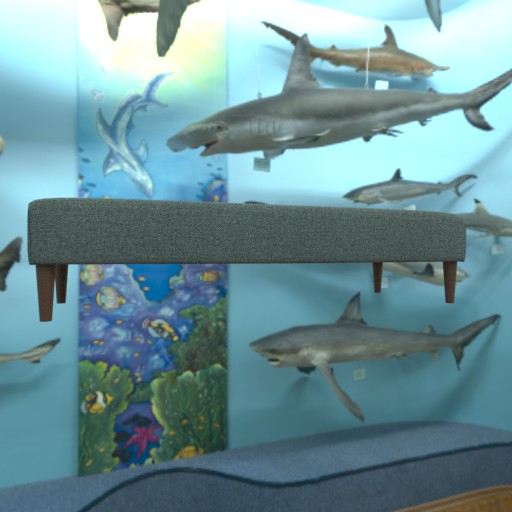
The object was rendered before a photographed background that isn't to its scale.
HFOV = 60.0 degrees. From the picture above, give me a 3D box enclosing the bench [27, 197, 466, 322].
[{"bbox_3d":[0.000,0.000,1.806,1.598,0.384,0.631,0,0,-19],"label":"bench"}]
